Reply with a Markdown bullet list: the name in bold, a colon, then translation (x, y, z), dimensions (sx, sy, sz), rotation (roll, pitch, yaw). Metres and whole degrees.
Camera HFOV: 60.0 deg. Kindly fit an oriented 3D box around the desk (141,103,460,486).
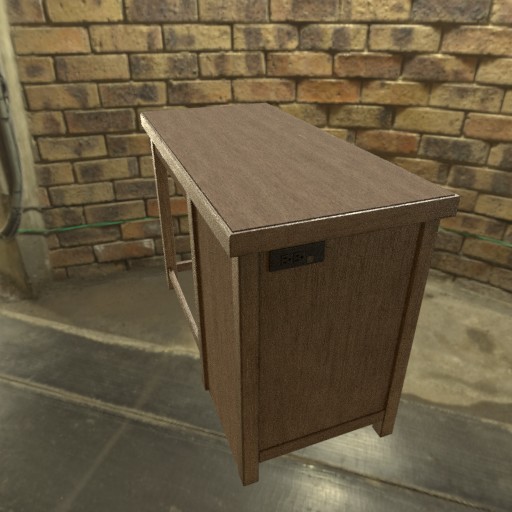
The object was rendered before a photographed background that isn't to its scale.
- **desk**: translation (0.000, 0.000, 1.762), dimensions (0.610, 0.912, 1.289), rotation (-11, 31, -18)
